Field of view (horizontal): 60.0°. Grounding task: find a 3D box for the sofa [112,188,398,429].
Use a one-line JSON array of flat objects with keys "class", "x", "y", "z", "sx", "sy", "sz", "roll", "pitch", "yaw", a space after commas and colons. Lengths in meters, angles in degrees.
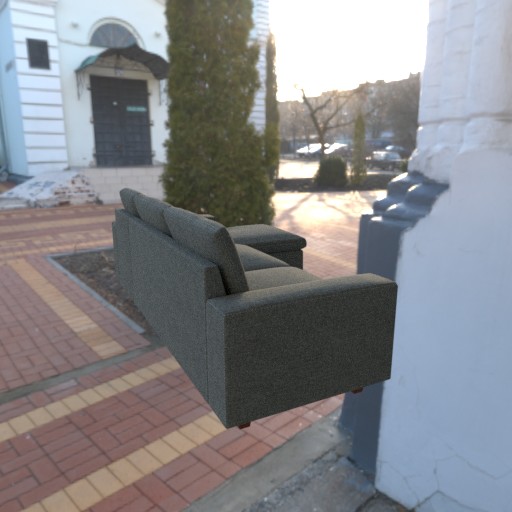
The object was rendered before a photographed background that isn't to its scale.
[{"class": "sofa", "x": 0.000, "y": 0.000, "z": 3.432, "sx": 1.689, "sy": 0.940, "sz": 2.718, "roll": -7, "pitch": 15, "yaw": -26}]
